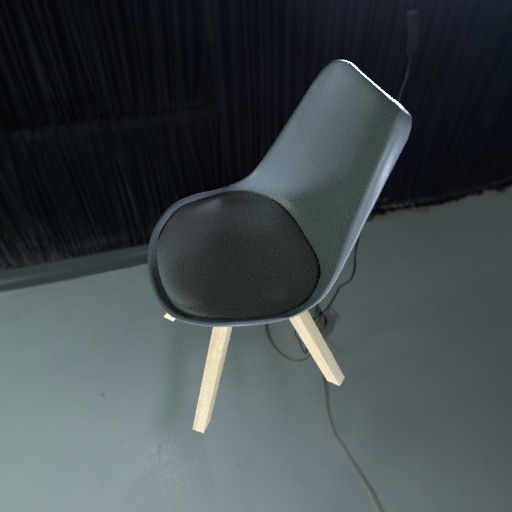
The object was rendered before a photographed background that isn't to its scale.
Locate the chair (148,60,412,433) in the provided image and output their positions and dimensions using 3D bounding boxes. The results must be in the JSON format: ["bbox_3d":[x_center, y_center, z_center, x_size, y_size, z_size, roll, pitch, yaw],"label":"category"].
[{"bbox_3d":[0.000,0.000,1.153,0.550,0.850,0.485,-14,48,-13],"label":"chair"}]
